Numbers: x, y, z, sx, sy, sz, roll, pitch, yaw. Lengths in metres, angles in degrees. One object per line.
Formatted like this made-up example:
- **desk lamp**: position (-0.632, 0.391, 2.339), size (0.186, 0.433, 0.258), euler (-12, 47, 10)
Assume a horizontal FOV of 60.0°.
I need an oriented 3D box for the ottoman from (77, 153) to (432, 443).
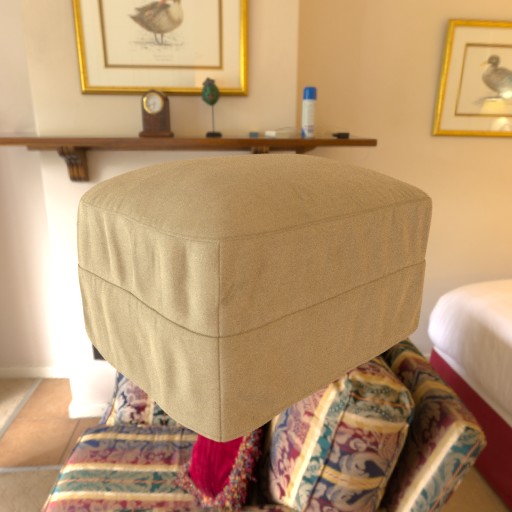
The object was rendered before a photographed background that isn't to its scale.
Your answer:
- **ottoman**: position (0.000, 0.000, 1.077), size (0.712, 0.480, 0.584), euler (-15, 22, -40)
